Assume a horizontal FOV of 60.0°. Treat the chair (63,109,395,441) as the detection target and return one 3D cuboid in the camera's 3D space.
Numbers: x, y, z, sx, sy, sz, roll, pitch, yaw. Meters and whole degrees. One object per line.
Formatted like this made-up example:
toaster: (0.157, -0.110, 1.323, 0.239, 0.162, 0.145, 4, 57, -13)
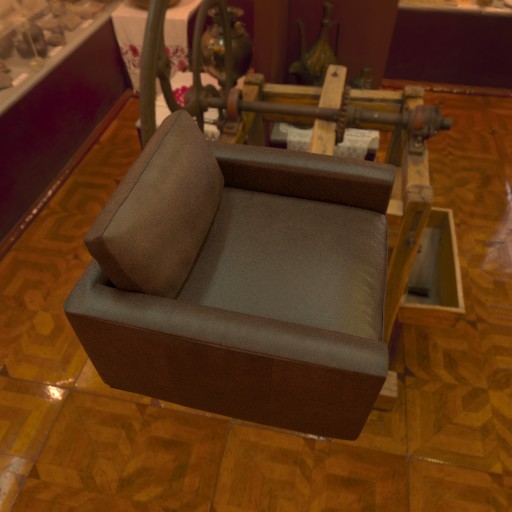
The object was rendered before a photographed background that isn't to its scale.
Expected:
chair: (0.000, 0.000, 1.812, 1.069, 0.812, 1.100, 10, 48, 9)
